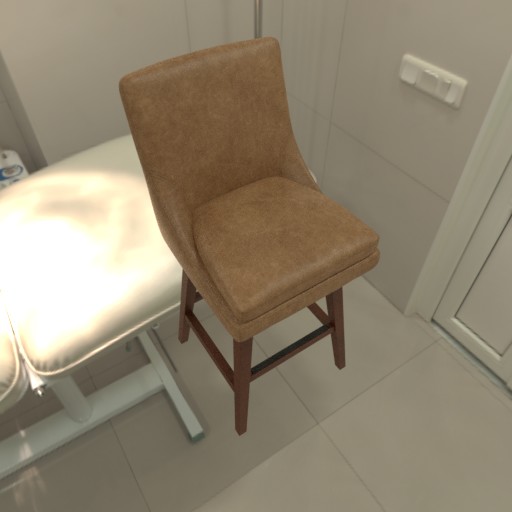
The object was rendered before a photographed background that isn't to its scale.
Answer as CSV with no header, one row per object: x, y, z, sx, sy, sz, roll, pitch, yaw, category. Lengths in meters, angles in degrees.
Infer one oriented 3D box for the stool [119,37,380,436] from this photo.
0.000,0.000,1.387,0.487,1.079,0.572,-26,52,-22,stool
